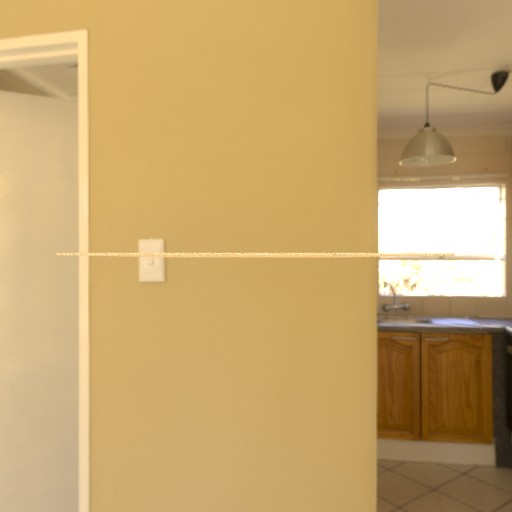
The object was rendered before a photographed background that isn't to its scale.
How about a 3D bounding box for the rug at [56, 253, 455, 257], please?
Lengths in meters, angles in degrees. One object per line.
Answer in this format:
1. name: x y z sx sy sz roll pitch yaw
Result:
1. rug: 0.000 0.000 2.144 1.142 0.006 1.752 0 0 0
